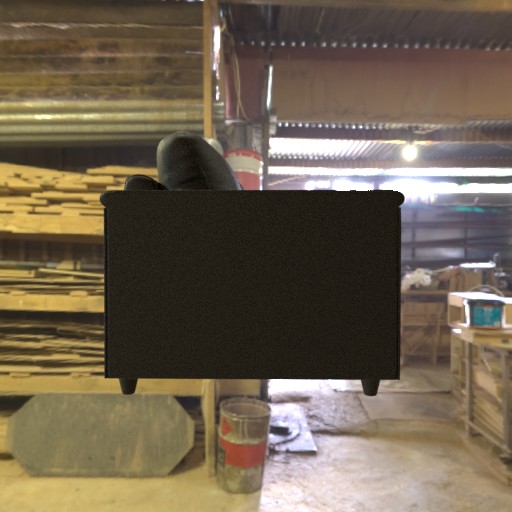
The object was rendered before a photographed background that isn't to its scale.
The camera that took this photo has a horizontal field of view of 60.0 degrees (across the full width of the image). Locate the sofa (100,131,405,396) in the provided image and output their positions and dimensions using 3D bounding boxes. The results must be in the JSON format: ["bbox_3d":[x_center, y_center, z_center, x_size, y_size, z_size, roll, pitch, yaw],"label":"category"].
[{"bbox_3d":[0.000,0.000,1.967,0.887,0.845,1.386,0,1,1],"label":"sofa"}]
